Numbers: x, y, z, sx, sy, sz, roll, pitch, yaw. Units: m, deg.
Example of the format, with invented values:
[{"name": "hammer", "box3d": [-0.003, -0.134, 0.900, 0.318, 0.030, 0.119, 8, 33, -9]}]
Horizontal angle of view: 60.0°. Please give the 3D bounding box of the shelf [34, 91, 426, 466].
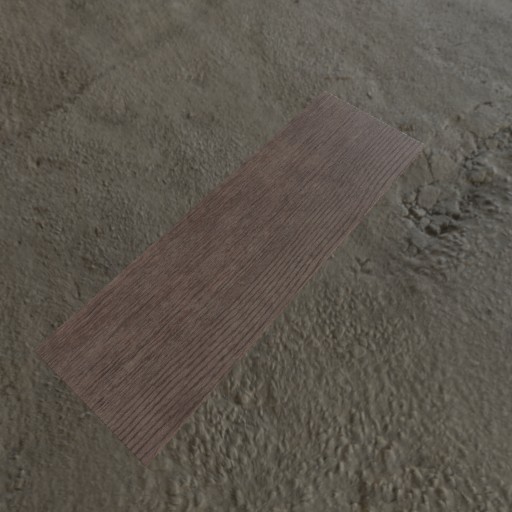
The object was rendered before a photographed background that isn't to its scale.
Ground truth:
[{"name": "shelf", "box3d": [0.000, 0.000, 0.681, 0.200, 0.125, 0.610, 36, 66, 19]}]
